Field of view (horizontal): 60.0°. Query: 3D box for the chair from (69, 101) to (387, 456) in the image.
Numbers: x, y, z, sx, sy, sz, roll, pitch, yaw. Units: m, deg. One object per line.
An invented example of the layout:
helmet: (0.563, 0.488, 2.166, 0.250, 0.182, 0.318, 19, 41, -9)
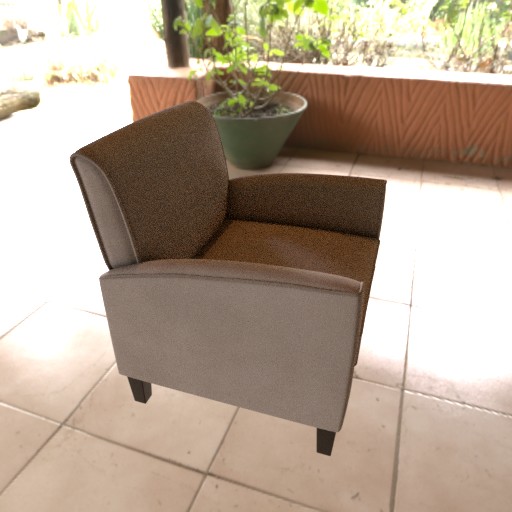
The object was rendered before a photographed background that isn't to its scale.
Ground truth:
chair: (0.000, 0.000, 1.577, 0.820, 0.915, 0.820, 10, 31, 16)
